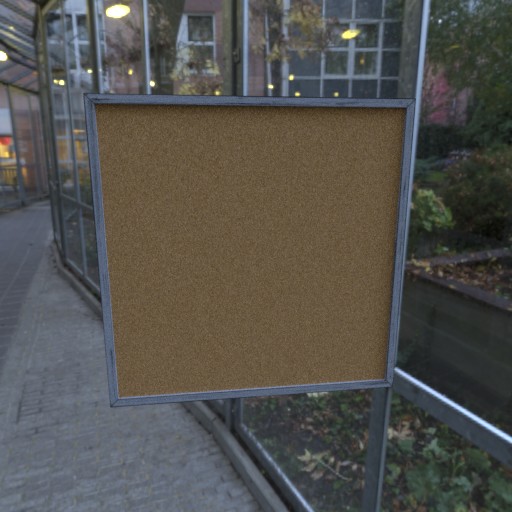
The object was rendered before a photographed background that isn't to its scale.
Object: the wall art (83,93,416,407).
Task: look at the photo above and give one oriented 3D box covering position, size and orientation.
[{"bbox_3d":[0.000,0.000,0.746,0.506,0.506,0.038,-2,14,-7],"label":"wall art"}]
